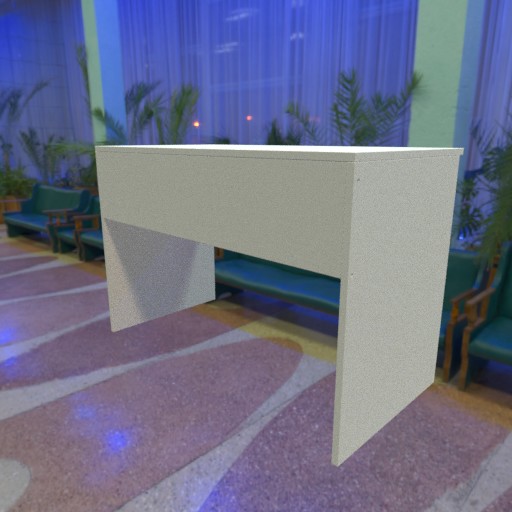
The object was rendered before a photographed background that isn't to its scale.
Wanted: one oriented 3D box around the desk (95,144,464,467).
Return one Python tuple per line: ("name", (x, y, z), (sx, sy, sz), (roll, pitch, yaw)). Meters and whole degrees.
("desk", (0.000, 0.000, 1.527), (1.100, 0.730, 0.560), (14, 20, 43))
